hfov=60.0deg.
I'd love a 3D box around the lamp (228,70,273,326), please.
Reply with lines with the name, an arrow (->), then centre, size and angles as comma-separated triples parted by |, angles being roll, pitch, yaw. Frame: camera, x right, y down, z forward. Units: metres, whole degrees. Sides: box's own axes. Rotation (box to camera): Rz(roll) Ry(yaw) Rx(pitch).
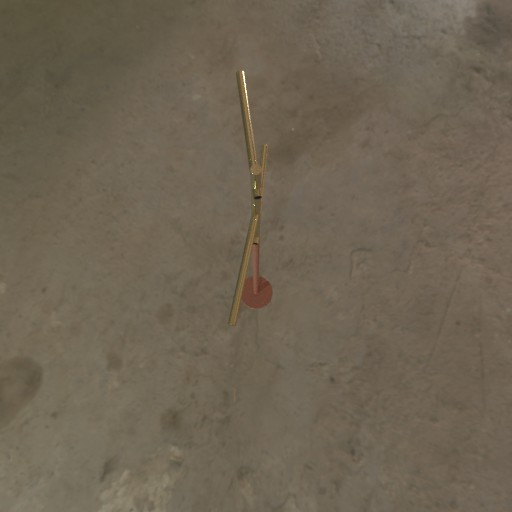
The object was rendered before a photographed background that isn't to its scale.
lamp -> 0.000, 0.000, 1.967 | 0.209, 1.704, 0.737 | -2, 75, -1
